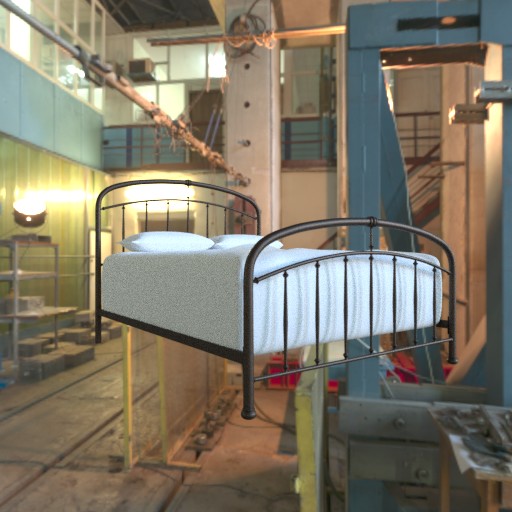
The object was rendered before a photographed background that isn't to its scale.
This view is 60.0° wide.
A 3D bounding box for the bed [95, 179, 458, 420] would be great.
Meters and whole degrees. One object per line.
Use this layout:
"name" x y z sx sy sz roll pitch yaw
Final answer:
"bed" 0.000 0.000 3.269 1.711 1.425 2.180 0 0 -37
